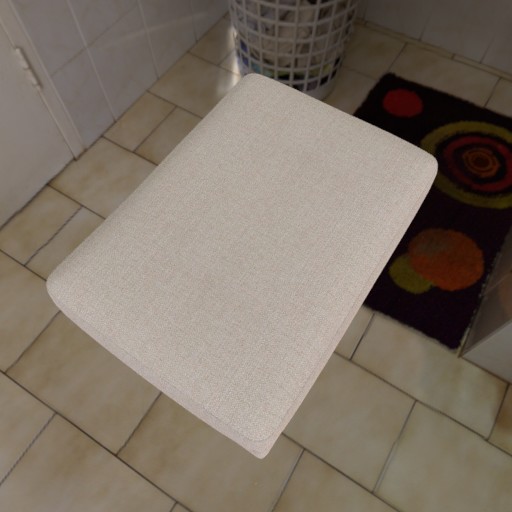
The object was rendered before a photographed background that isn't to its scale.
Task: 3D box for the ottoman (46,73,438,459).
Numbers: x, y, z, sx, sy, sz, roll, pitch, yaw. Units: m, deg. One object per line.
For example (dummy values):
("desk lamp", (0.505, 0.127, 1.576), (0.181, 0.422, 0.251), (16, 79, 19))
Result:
("ottoman", (0.000, 0.000, 1.258), (0.637, 0.478, 0.885), (31, 67, 15))
